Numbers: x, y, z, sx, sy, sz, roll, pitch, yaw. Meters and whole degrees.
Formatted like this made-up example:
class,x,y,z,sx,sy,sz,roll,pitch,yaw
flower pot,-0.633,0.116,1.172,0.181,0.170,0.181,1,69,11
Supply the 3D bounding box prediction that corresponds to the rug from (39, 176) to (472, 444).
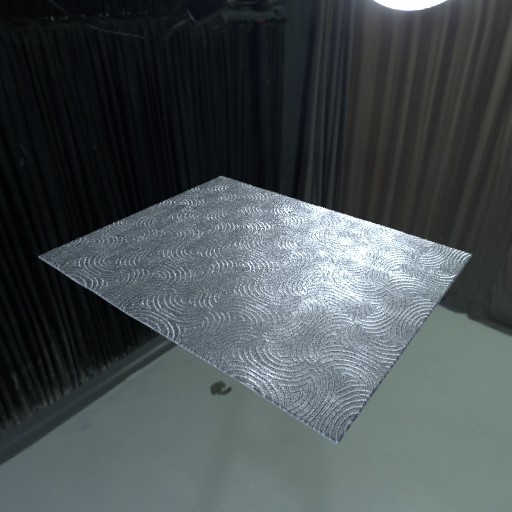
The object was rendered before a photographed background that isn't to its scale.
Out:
class,x,y,z,sx,sy,sz,roll,pitch,yaw
rug,0.000,0.000,3.982,3.042,0.021,2.456,23,38,32
